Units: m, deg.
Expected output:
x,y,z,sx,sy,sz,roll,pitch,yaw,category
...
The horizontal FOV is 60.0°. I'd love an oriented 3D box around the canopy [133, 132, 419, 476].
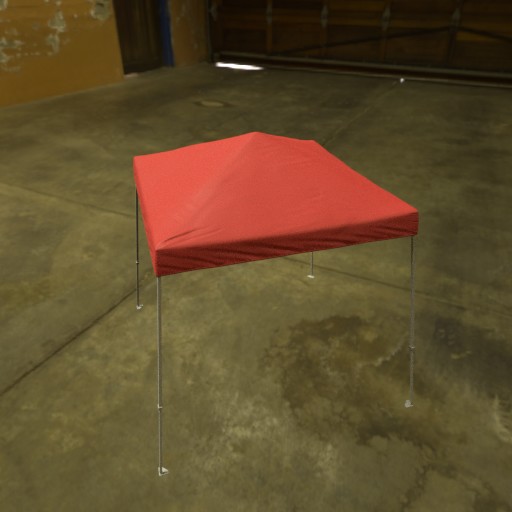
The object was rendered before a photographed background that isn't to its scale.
x,y,z,sx,sy,sz,roll,pitch,yaw,category
0.000,0.000,5.107,2.849,2.849,2.848,-9,32,-15,canopy
